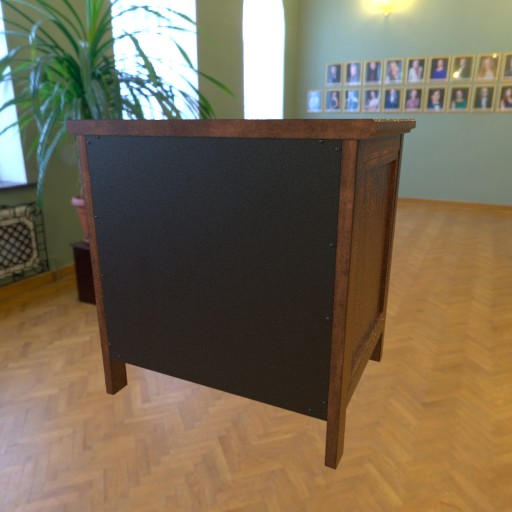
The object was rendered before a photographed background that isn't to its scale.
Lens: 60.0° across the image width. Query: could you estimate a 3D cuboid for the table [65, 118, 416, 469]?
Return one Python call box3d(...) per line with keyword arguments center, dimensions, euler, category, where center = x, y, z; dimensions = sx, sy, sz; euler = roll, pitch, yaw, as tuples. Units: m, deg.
box3d(center=(0.000, 0.000, 1.008), dimensions=(0.586, 0.597, 0.461), euler=(8, 19, 25), category="table")
